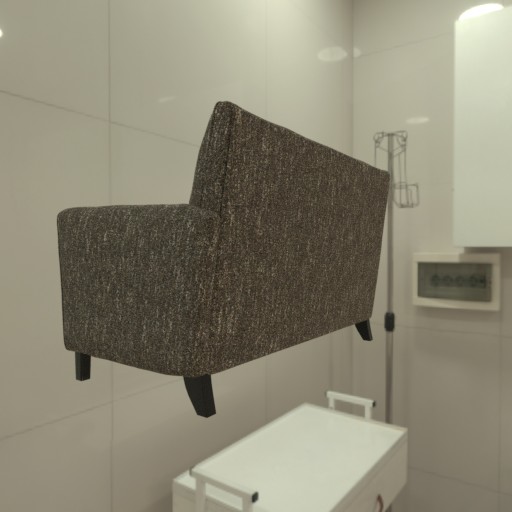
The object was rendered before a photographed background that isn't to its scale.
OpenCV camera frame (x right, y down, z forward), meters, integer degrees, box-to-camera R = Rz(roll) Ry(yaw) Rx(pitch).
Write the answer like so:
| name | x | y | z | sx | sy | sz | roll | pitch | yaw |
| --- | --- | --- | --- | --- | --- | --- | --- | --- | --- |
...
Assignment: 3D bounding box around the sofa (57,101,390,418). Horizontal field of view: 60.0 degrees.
| name | x | y | z | sx | sy | sz | roll | pitch | yaw |
| --- | --- | --- | --- | --- | --- | --- | --- | --- | --- |
| sofa | 0.000 | 0.000 | 2.063 | 0.801 | 0.946 | 1.519 | 1 | 1 | 35 |
